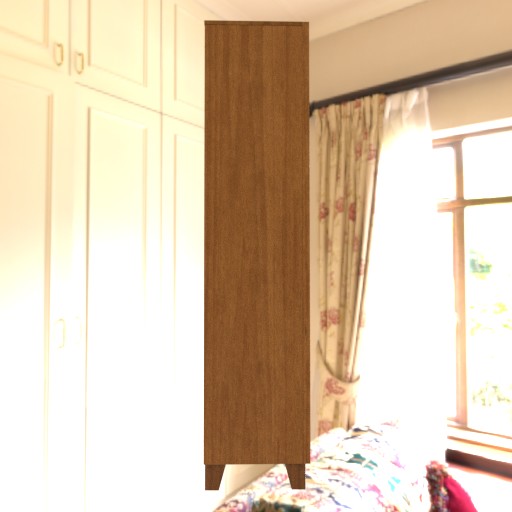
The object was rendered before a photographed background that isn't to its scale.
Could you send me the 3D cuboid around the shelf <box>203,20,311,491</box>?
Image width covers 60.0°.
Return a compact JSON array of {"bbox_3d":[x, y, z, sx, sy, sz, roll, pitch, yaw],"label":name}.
[{"bbox_3d":[0.000,0.000,2.248,0.453,1.930,0.864,0,-2,-1],"label":"shelf"}]
